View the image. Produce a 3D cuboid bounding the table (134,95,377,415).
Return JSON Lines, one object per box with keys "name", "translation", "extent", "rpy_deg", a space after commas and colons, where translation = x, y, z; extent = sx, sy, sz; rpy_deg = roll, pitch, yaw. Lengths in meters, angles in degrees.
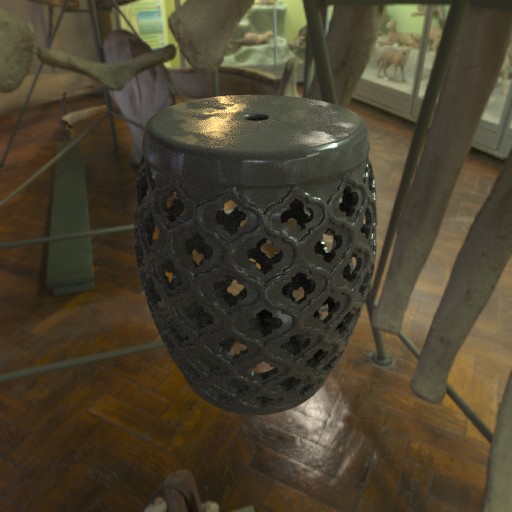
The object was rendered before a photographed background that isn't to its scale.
{"name": "table", "translation": [0.000, 0.000, 0.629], "extent": [0.325, 0.388, 0.325], "rpy_deg": [0, 32, 0]}
